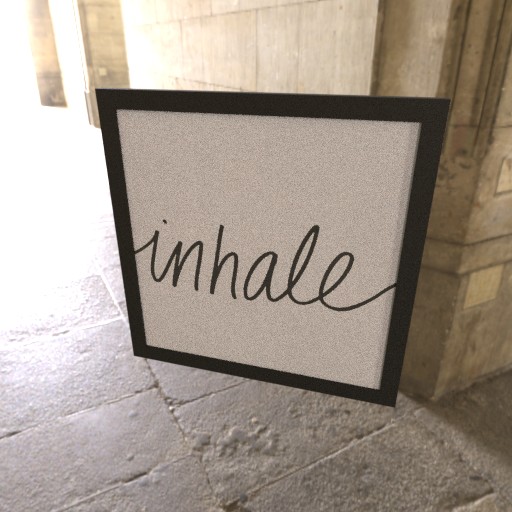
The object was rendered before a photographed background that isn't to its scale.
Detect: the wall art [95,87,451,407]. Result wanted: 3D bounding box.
[{"bbox_3d":[0.000,0.000,0.512,0.356,0.356,0.013,7,26,15],"label":"wall art"}]
